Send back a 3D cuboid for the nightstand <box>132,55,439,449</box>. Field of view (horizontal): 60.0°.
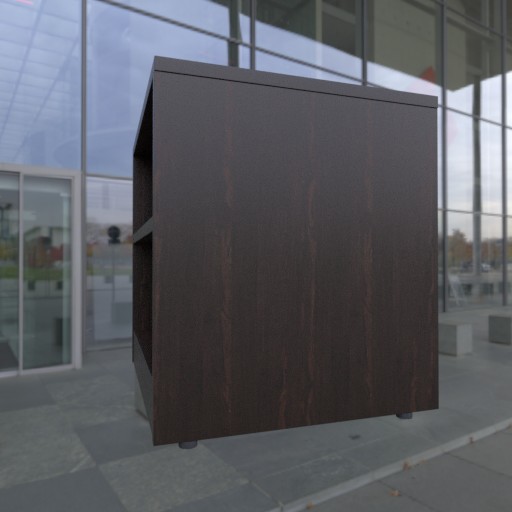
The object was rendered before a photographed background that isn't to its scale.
[{"bbox_3d":[0.000,0.000,0.841,0.427,0.487,0.489,0,-1,-19],"label":"nightstand"}]
